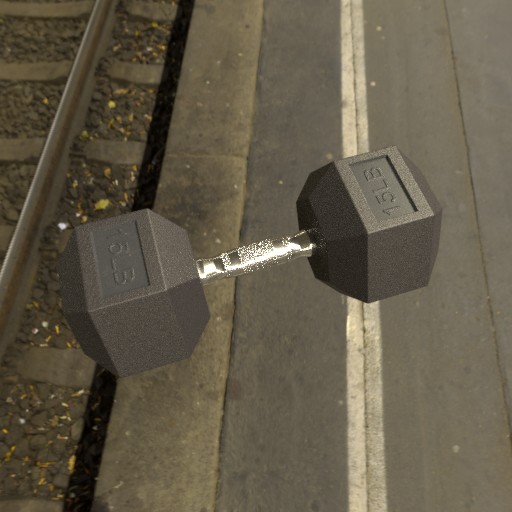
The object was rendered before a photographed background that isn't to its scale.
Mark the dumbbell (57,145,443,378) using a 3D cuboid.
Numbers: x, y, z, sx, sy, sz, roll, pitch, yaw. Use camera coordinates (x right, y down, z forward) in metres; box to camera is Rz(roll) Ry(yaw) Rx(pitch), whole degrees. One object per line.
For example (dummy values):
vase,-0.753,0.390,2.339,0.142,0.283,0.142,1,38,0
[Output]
dumbbell,0.000,0.000,0.339,0.271,0.106,0.122,-15,65,-7
